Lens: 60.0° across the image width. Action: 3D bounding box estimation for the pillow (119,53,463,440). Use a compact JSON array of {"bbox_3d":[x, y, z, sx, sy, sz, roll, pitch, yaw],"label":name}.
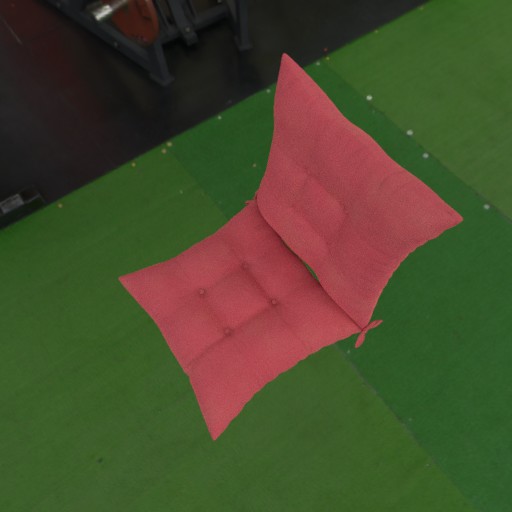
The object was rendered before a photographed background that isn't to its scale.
[{"bbox_3d":[0.000,0.000,1.008,0.585,0.536,0.541,-32,67,-15],"label":"pillow"}]
